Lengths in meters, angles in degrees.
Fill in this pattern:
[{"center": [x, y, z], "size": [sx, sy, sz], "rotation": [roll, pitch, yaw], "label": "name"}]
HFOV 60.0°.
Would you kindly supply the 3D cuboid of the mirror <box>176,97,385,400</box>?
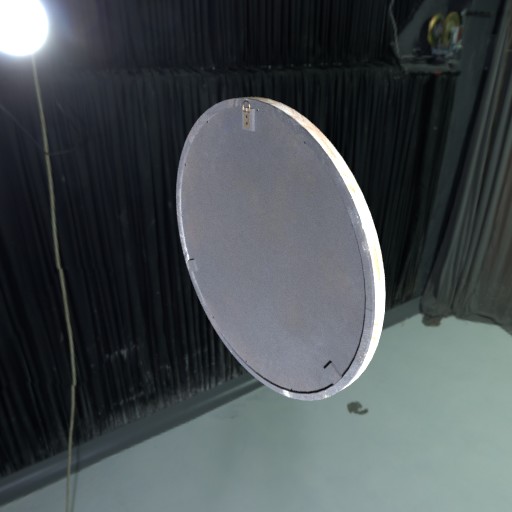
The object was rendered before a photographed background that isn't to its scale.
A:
[{"center": [0.000, 0.000, 1.053], "size": [0.038, 0.710, 0.710], "rotation": [-19, 32, -33], "label": "mirror"}]
